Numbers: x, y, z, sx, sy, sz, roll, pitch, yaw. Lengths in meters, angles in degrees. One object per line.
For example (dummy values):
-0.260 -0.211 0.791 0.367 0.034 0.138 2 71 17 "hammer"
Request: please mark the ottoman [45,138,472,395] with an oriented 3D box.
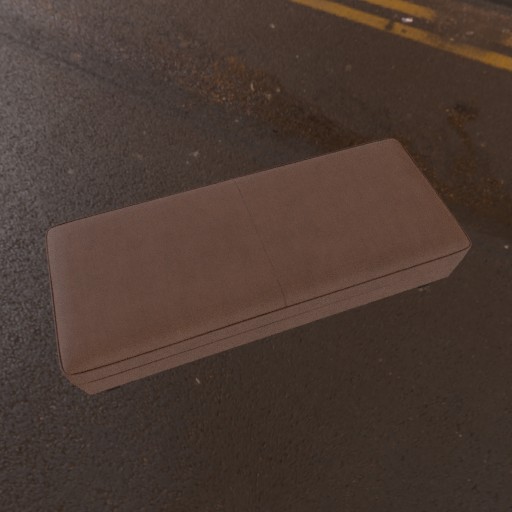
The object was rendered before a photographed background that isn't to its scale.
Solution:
0.000 0.000 2.077 1.764 0.470 0.751 -17 60 -10 "ottoman"
